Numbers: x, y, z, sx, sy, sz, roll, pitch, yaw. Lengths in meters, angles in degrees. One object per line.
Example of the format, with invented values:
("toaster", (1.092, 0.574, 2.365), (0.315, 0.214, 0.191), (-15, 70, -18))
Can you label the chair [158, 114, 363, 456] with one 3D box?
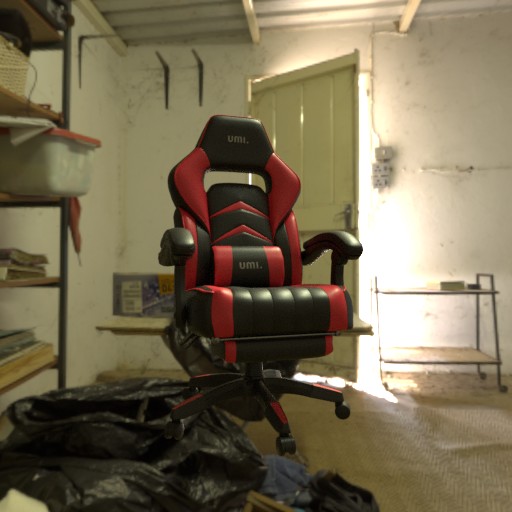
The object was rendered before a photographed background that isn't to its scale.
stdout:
("chair", (0.000, 0.000, 1.671), (0.700, 1.220, 0.700), (0, 0, -17))
